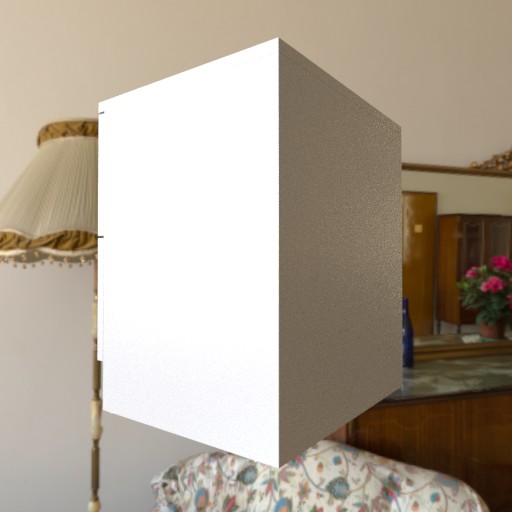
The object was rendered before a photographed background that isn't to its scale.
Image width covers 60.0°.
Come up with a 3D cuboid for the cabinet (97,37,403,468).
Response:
[{"bbox_3d":[0.000,0.000,0.748,0.360,0.470,0.400,-1,-1,37],"label":"cabinet"}]
